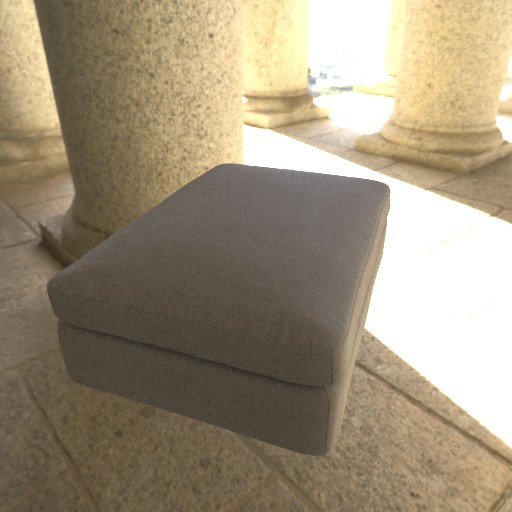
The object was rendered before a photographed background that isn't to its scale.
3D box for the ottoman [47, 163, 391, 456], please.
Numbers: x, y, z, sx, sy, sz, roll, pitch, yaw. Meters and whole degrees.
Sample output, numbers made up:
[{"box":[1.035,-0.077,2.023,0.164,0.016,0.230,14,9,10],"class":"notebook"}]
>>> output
[{"box":[0.000,0.000,1.612,0.840,0.429,1.199,10,31,18],"class":"ottoman"}]
